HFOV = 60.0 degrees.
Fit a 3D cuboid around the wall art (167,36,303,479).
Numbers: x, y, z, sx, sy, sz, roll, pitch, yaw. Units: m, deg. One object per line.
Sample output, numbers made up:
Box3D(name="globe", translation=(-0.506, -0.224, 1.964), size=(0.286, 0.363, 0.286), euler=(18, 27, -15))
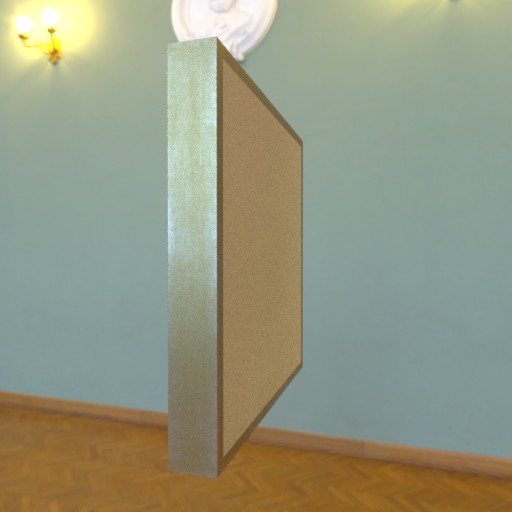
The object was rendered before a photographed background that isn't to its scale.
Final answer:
Box3D(name="wall art", translation=(0.000, 0.000, 0.457), size=(0.038, 0.305, 0.306), euler=(0, 1, 17))
